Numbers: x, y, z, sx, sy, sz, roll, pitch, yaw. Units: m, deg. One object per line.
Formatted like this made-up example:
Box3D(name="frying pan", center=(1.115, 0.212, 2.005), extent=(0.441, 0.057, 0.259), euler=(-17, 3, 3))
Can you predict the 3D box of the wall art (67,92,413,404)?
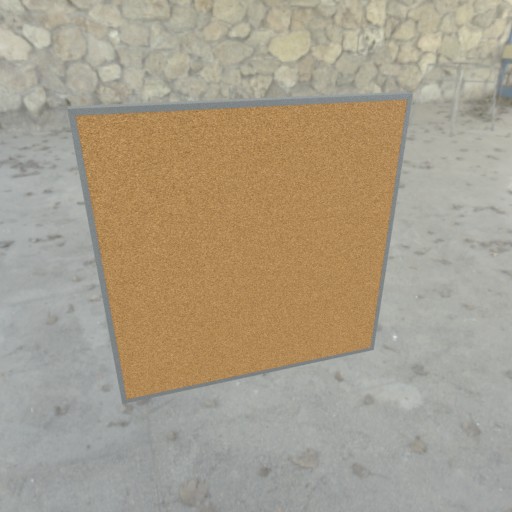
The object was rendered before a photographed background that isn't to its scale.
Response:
Box3D(name="wall art", center=(0.000, 0.000, 1.199), extent=(0.809, 0.807, 0.038), euler=(-8, 28, -15))
